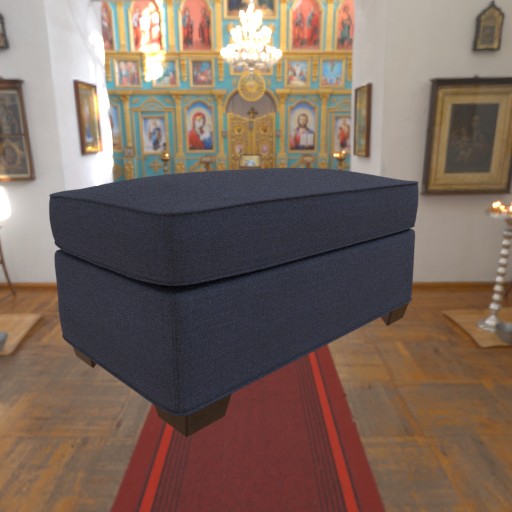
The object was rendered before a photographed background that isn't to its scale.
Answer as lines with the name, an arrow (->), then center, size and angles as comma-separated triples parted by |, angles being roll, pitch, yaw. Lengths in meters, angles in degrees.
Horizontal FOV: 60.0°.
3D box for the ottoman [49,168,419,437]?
ottoman -> 0.000, 0.000, 1.179 | 0.505, 0.453, 0.895 | 13, 19, 43
